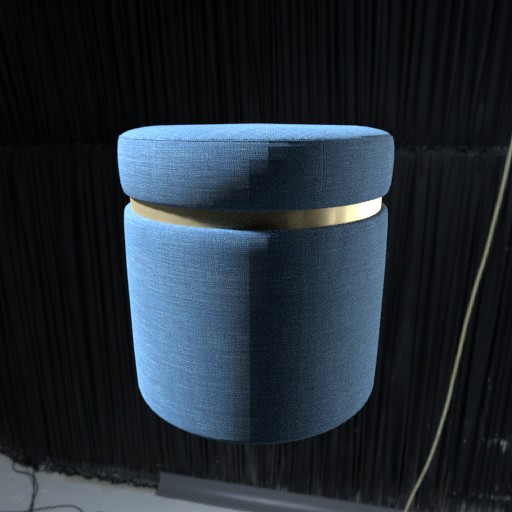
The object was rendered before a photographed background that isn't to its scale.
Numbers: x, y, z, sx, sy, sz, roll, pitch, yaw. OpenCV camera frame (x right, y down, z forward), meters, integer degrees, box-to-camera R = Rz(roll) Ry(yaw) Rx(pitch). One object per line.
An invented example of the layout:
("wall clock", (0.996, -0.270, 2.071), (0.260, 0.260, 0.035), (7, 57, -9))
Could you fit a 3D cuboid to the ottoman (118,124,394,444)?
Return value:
("ottoman", (0.000, 0.000, 0.710), (0.398, 0.406, 0.398), (0, 17, 0))
